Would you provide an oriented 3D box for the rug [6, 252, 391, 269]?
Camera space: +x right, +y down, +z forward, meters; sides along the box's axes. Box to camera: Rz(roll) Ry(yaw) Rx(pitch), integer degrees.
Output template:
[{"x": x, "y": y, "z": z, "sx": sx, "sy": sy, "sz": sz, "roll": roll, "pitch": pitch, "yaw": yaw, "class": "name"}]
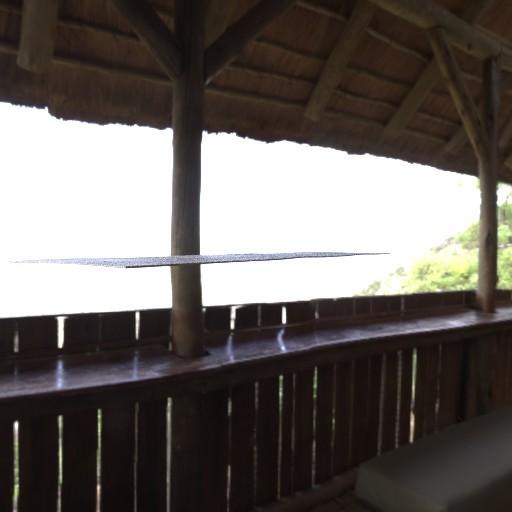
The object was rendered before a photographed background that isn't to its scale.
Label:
[{"x": 0.000, "y": 0.000, "z": 2.577, "sx": 0.762, "sy": 0.013, "sz": 2.439, "roll": 1, "pitch": 2, "yaw": 36, "class": "rug"}]
